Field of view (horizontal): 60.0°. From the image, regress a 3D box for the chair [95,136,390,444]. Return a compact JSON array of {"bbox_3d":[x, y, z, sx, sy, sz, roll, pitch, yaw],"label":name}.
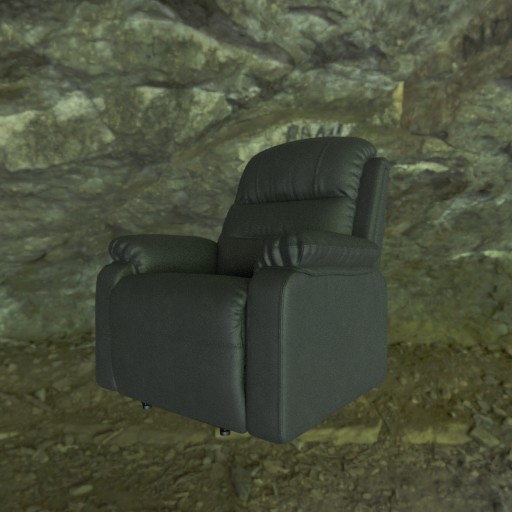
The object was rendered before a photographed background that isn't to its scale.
[{"bbox_3d":[0.000,0.000,1.639,0.855,0.992,0.919,1,2,37],"label":"chair"}]
